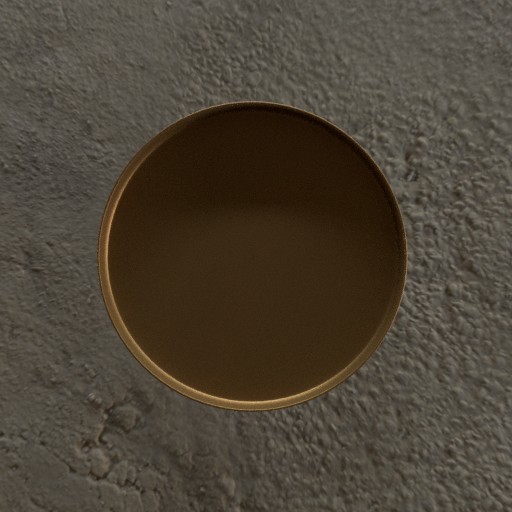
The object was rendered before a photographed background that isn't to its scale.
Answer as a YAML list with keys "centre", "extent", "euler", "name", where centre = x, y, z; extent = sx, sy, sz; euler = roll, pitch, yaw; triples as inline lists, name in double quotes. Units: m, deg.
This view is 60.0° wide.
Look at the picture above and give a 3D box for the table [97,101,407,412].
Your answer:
- centre: [0.000, 0.000, 0.665]
  extent: [0.299, 0.480, 0.299]
  euler: [0, 90, 1]
  name: "table"
